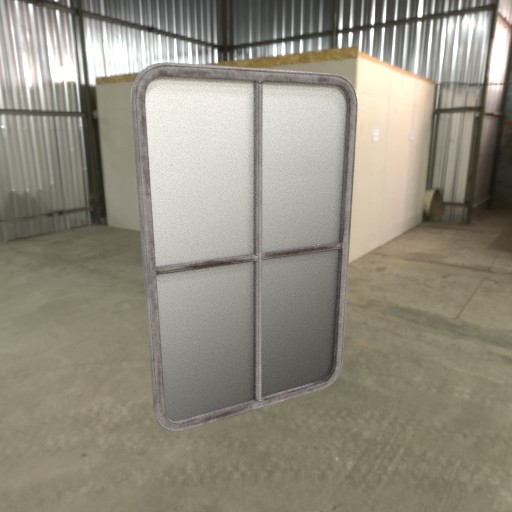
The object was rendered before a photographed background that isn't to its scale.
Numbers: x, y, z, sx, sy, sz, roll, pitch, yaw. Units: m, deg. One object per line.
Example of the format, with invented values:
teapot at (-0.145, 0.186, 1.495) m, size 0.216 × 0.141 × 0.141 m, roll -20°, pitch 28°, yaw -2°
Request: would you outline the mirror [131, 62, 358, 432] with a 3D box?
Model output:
mirror at (0.000, 0.000, 0.908) m, size 0.461 × 0.713 × 0.024 m, roll -8°, pitch 18°, yaw -25°
